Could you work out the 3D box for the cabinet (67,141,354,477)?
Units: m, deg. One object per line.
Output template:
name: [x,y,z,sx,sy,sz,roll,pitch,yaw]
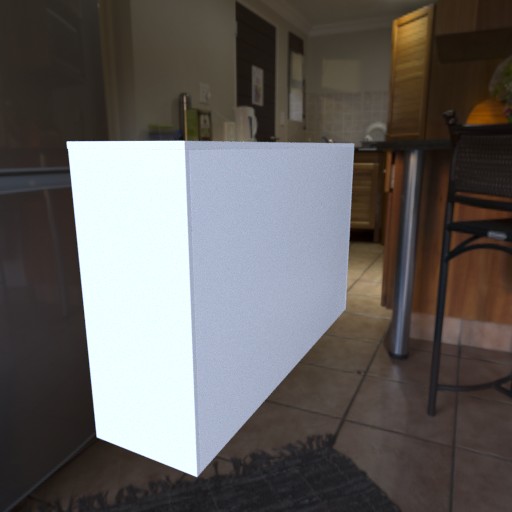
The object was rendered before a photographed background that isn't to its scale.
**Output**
cabinet: [0.000,0.000,1.820,0.380,0.900,1.450,7,16,26]
